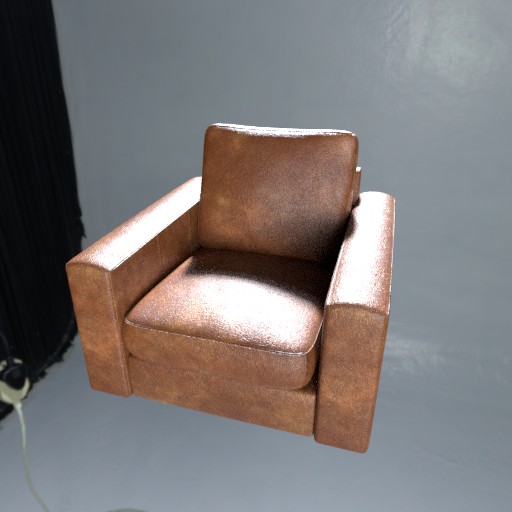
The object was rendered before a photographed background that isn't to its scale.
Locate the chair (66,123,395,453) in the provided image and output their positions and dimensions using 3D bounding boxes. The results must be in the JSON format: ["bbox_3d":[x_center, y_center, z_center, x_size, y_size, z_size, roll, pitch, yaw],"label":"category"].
[{"bbox_3d":[0.000,0.000,1.727,1.005,0.873,1.016,8,27,15],"label":"chair"}]
